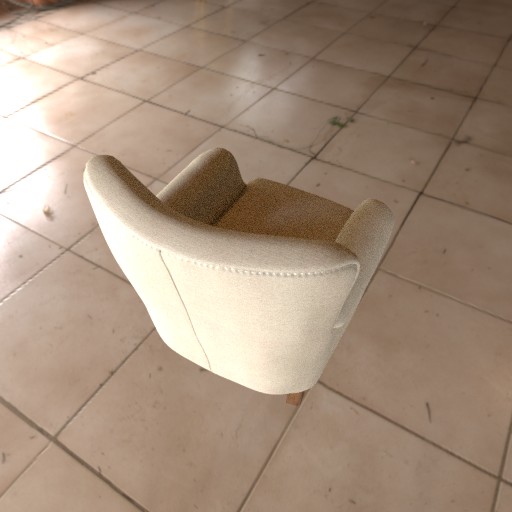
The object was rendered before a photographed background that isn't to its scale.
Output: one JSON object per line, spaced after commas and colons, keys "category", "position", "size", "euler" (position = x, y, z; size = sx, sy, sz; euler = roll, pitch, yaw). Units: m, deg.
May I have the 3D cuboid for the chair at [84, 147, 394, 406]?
{"category": "chair", "position": [0.000, 0.000, 1.655], "size": [0.861, 0.936, 0.921], "euler": [23, 50, 21]}
